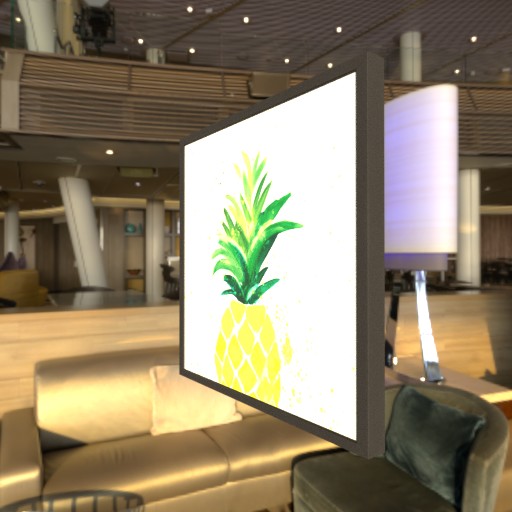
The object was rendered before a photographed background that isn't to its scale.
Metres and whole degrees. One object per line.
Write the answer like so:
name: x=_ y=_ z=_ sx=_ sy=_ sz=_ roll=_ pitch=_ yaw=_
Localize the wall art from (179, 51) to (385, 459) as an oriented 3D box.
wall art: x=0.000 y=0.000 z=0.763 sx=0.033 sy=0.507 sz=0.508 roll=0 pitch=-1 yaw=-37
